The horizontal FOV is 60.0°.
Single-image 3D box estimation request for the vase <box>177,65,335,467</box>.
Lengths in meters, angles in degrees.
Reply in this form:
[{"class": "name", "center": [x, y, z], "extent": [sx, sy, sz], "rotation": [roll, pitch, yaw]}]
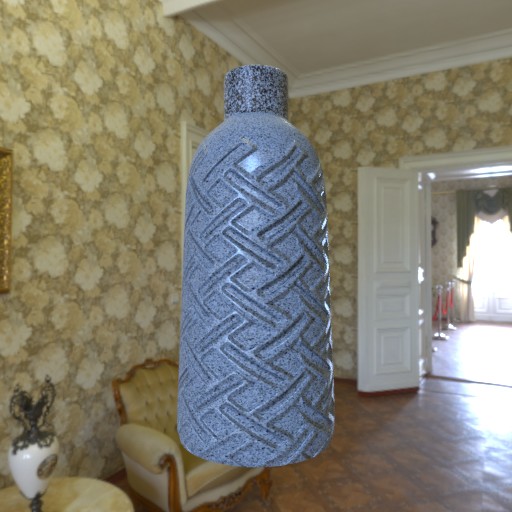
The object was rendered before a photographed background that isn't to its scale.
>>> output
[{"class": "vase", "center": [0.000, 0.000, 0.350], "extent": [0.122, 0.282, 0.122], "rotation": [0, -1, 0]}]
